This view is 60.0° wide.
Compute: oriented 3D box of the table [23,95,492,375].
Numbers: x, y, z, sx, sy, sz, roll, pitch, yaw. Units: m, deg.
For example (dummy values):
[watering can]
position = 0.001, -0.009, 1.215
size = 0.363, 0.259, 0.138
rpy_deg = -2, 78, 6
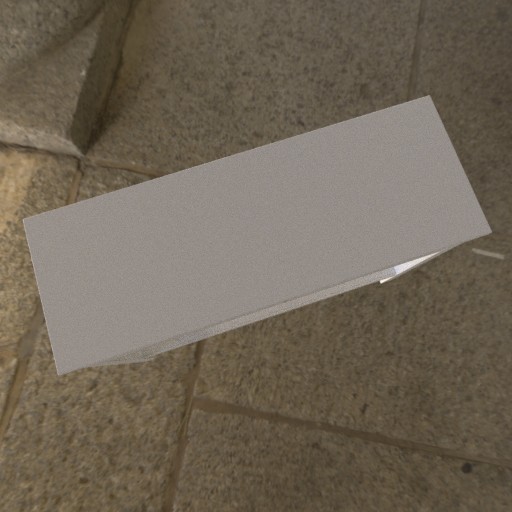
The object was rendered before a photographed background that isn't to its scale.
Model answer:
[table]
position = 0.000, 0.000, 1.439
size = 1.068, 0.753, 0.397
rpy_deg = -18, 79, -4
